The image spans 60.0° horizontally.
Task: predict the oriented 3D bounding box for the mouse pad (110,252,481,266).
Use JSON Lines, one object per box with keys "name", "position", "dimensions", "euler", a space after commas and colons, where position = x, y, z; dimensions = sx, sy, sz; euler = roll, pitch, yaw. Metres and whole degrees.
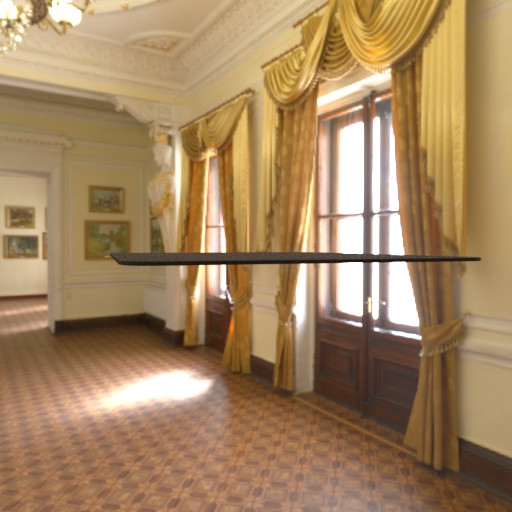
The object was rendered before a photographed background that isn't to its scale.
{"name": "mouse pad", "position": [0.000, 0.000, 0.343], "dimensions": [0.211, 0.002, 0.249], "euler": [0, 1, -19]}
